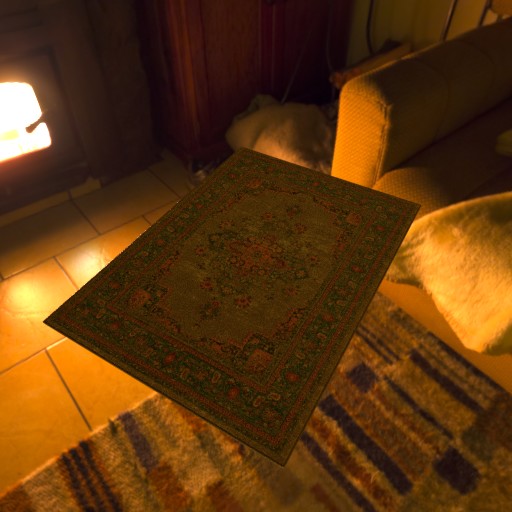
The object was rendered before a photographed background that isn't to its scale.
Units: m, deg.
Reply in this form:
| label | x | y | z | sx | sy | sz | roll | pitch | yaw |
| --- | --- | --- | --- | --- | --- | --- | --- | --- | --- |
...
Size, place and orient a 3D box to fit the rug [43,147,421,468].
| label | x | y | z | sx | sy | sz | roll | pitch | yaw |
| --- | --- | --- | --- | --- | --- | --- | --- | --- | --- |
| rug | 0.000 | 0.000 | 2.977 | 1.609 | 0.013 | 2.214 | 23 | 50 | 21 |
